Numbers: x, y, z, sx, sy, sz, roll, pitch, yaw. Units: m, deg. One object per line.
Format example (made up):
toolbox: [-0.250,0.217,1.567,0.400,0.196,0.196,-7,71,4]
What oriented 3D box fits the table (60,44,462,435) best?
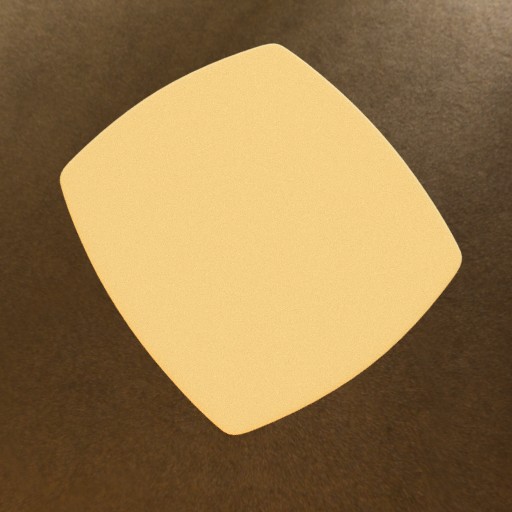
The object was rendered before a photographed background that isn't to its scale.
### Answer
table: [0.000,0.000,0.832,0.451,0.438,0.502,-35,78,-9]
